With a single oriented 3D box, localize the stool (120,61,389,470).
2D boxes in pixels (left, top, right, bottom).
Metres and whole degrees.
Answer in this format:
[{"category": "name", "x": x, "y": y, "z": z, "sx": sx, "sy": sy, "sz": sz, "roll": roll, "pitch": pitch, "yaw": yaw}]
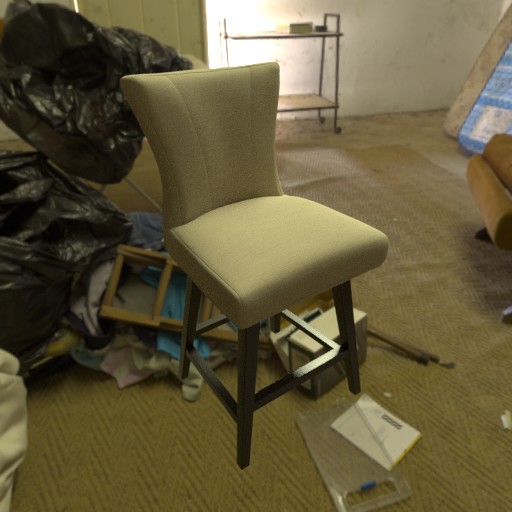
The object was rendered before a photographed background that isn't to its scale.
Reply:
[{"category": "stool", "x": 0.000, "y": 0.000, "z": 1.328, "sx": 0.514, "sy": 1.000, "sz": 0.574, "roll": -20, "pitch": 36, "yaw": -30}]
